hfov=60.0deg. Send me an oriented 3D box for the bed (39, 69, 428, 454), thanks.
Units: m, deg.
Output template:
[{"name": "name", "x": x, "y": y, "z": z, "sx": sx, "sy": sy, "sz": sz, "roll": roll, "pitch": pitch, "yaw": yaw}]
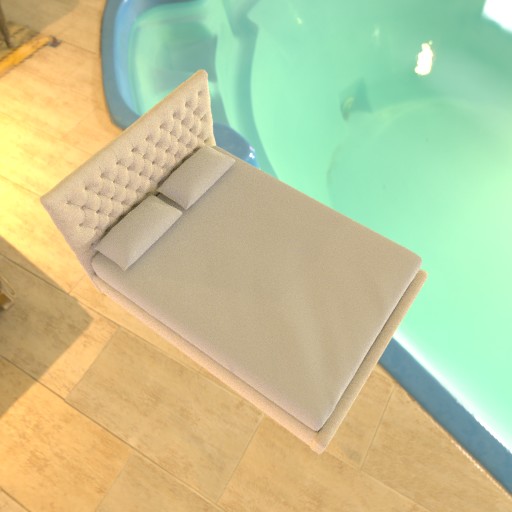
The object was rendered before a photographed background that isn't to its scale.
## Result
[{"name": "bed", "x": 0.000, "y": 0.000, "z": 3.501, "sx": 2.387, "sy": 1.427, "sz": 1.698, "roll": 32, "pitch": 64, "yaw": 18}]
